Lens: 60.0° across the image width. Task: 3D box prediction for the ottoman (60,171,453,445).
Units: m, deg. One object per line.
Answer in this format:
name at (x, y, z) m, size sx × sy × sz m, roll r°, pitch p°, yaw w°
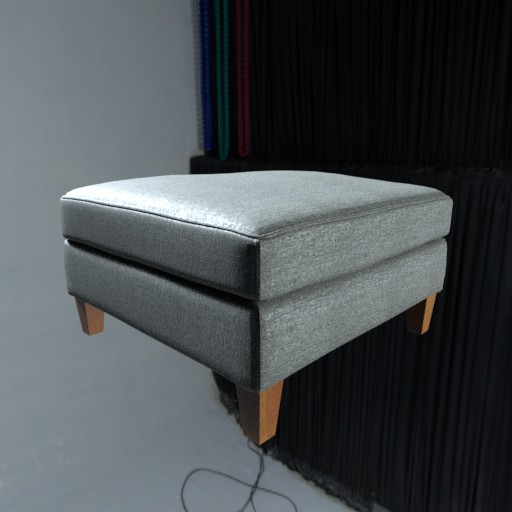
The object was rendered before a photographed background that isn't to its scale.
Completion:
ottoman at (0.000, 0.000, 1.327) m, size 0.838 × 0.481 × 0.838 m, roll 14°, pitch 20°, yaw 43°
